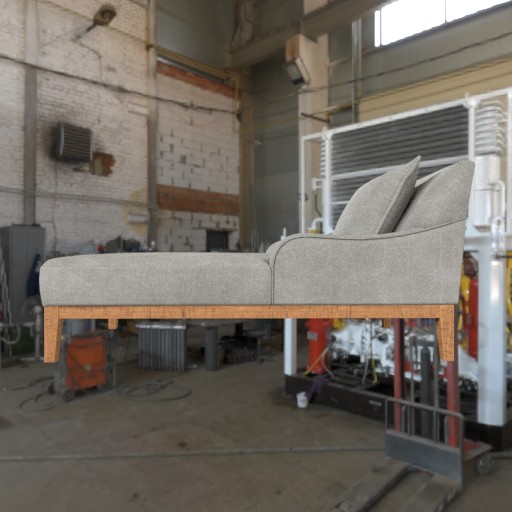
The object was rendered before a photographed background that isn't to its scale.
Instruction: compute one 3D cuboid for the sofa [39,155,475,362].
[{"bbox_3d":[0.000,0.000,2.229,1.779,0.859,0.894,0,0,-1],"label":"sofa"}]
